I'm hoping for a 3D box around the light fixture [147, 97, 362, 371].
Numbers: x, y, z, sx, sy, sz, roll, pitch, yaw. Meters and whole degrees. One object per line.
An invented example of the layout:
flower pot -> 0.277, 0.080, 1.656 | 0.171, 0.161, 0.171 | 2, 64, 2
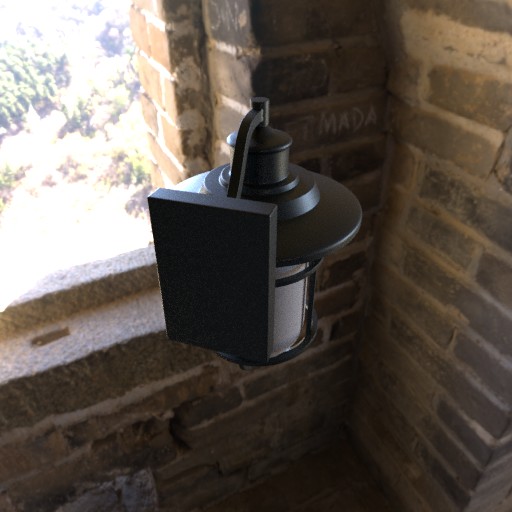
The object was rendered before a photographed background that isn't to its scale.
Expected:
light fixture -> 0.000, 0.000, 0.511 | 0.222, 0.345, 0.252 | 10, 34, 15
